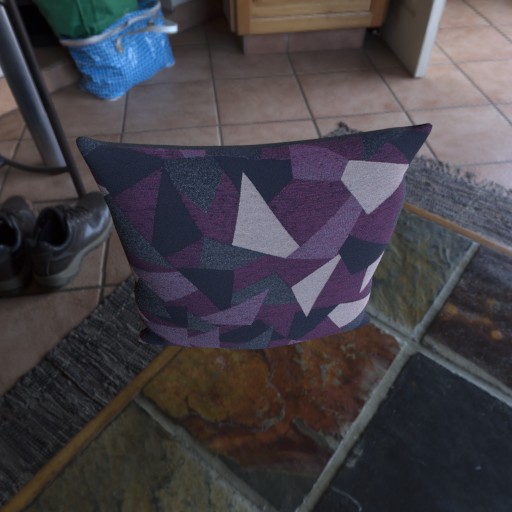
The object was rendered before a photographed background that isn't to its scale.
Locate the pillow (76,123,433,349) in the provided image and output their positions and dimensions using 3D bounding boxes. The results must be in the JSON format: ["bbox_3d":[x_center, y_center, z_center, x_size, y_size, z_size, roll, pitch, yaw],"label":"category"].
[{"bbox_3d":[0.000,0.000,0.775,0.503,0.496,0.208,-4,48,-4],"label":"pillow"}]
